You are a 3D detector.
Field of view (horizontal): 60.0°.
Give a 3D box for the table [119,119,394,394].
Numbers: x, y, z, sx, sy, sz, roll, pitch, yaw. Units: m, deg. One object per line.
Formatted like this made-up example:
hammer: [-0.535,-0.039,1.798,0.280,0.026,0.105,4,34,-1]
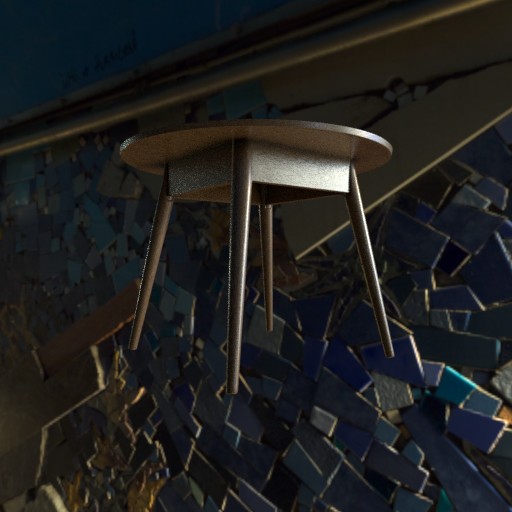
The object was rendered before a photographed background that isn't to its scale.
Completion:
table: [0.000,0.000,1.790,1.053,0.786,1.053,0,0,0]
